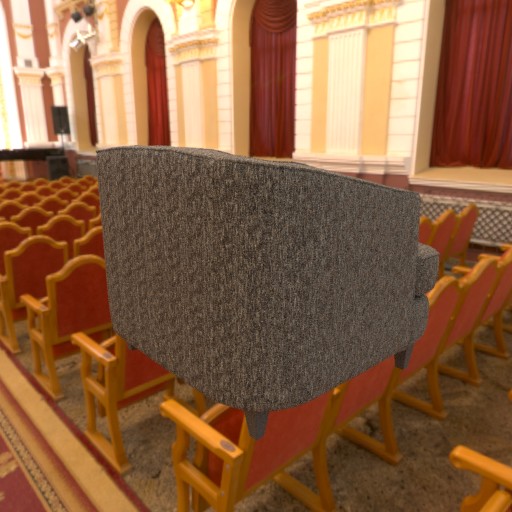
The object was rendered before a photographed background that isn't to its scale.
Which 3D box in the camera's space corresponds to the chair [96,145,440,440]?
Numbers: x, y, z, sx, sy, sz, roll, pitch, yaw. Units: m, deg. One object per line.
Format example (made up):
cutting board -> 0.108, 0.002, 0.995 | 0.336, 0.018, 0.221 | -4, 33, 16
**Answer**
chair -> 0.000, 0.000, 1.743 | 0.941, 0.852, 1.104 | -14, 20, -41
